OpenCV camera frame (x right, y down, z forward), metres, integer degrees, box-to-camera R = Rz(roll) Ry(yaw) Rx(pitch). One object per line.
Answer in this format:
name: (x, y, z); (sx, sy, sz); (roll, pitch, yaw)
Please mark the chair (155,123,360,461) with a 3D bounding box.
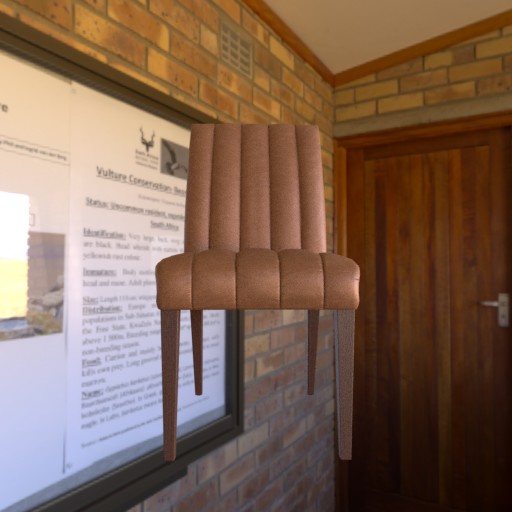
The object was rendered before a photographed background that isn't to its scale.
chair: (0.000, 0.000, 1.375); (0.511, 1.016, 0.647); (0, -2, -1)
